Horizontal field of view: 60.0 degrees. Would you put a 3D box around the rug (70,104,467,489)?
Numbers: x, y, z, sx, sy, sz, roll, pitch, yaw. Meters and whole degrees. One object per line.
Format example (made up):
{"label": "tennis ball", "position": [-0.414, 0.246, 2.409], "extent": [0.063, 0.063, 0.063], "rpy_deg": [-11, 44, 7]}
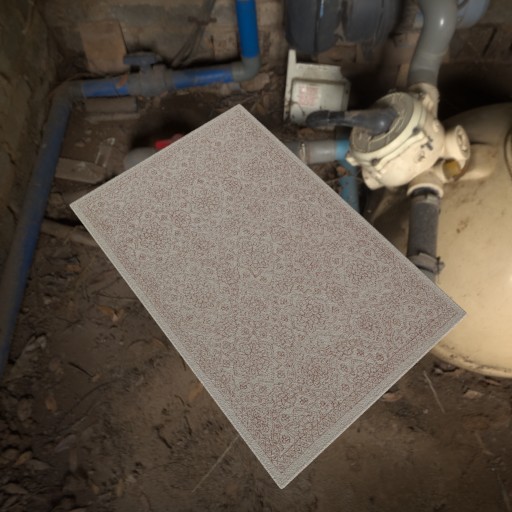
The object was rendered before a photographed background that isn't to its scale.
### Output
{"label": "rug", "position": [0.000, 0.000, 2.343], "extent": [1.219, 0.010, 1.829], "rpy_deg": [-36, 69, -17]}
